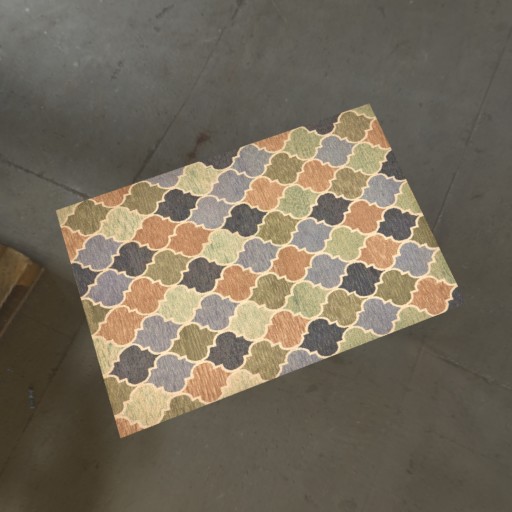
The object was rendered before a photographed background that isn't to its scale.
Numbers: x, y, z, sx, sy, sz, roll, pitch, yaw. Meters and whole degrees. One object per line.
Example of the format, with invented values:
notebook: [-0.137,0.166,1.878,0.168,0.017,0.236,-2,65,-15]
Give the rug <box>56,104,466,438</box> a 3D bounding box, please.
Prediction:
rug: [0.000,0.000,2.313,1.828,0.006,1.216,-20,77,-5]
